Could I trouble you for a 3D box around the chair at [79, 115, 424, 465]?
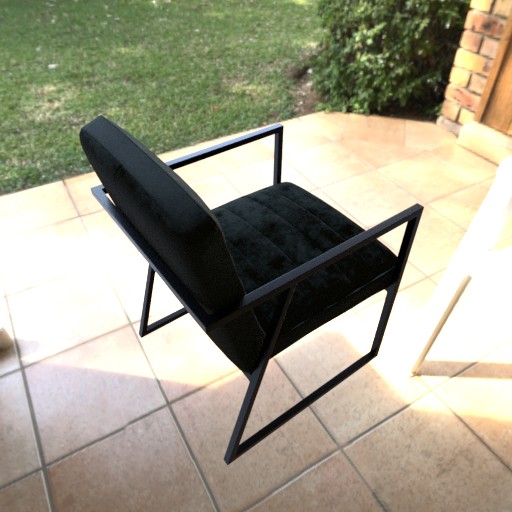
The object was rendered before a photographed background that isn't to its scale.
[{"bbox_3d":[0.000,0.000,1.263,0.677,0.833,0.571,-26,48,-26],"label":"chair"}]
